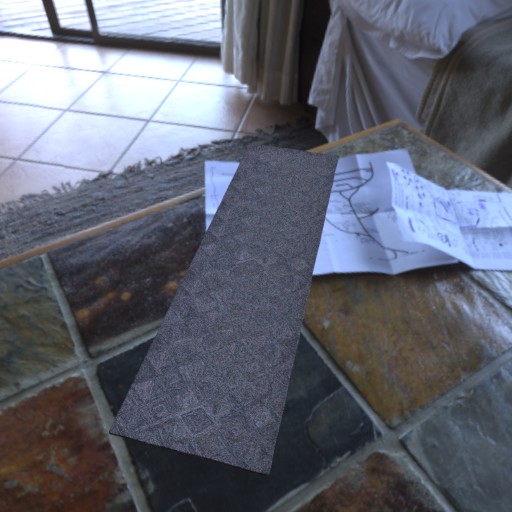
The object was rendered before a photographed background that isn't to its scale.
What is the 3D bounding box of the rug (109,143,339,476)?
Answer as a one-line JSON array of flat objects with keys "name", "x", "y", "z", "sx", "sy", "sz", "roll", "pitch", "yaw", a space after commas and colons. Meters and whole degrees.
[{"name": "rug", "x": 0.000, "y": 0.000, "z": 2.558, "sx": 0.691, "sy": 0.011, "sz": 2.296, "roll": 10, "pitch": 47, "yaw": 10}]
